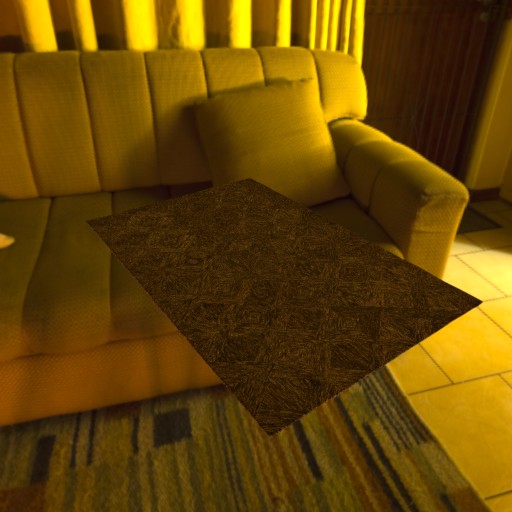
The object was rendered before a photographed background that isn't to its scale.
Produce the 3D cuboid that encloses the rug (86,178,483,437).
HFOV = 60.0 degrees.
[{"bbox_3d":[0.000,0.000,2.294,1.189,0.011,1.808,-21,37,-30],"label":"rug"}]
